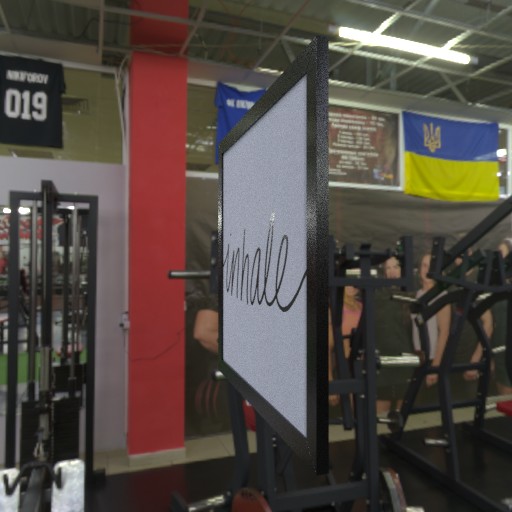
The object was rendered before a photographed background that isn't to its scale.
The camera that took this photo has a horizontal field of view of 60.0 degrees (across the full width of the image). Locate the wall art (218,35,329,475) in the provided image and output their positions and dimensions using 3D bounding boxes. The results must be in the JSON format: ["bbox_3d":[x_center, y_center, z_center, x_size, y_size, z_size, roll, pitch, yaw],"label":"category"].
[{"bbox_3d":[0.000,0.000,0.662,0.014,0.445,0.446,0,0,-18],"label":"wall art"}]
